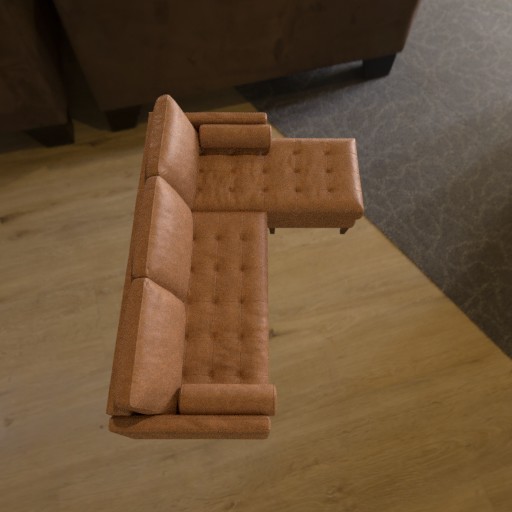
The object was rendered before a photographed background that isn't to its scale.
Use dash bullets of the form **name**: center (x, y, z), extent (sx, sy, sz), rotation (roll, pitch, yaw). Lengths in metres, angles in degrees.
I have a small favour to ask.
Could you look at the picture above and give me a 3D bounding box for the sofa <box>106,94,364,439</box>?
- **sofa**: center (0.000, 0.000, 2.880), extent (1.506, 0.876, 2.178), rotation (0, 63, 0)
